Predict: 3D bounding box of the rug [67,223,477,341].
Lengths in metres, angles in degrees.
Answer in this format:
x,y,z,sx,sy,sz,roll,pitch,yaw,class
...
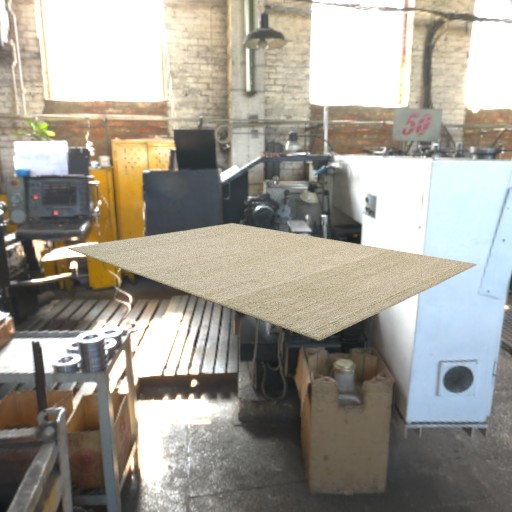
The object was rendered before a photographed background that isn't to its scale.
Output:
x,y,z,sx,sy,sz,roll,pitch,yaw,class
0.000,0.000,5.149,2.782,0.025,3.935,-13,18,-43,rug
